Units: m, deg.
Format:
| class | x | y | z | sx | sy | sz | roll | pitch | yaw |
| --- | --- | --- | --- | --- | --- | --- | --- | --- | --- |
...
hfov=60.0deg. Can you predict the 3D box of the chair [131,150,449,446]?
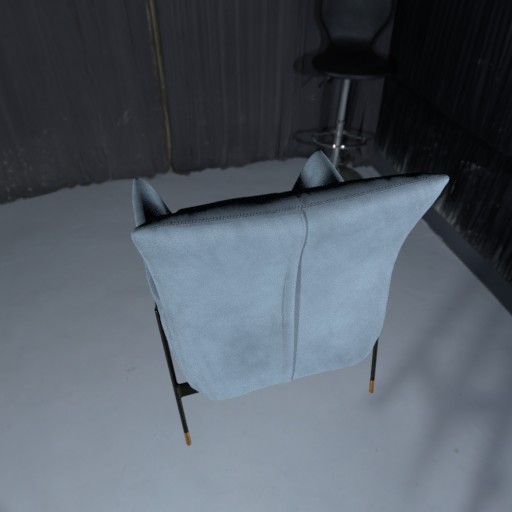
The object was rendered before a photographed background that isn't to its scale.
| class | x | y | z | sx | sy | sz | roll | pitch | yaw |
| --- | --- | --- | --- | --- | --- | --- | --- | --- | --- |
| chair | 0.000 | 0.000 | 1.391 | 0.678 | 0.858 | 0.709 | -11 | 43 | -12 |
